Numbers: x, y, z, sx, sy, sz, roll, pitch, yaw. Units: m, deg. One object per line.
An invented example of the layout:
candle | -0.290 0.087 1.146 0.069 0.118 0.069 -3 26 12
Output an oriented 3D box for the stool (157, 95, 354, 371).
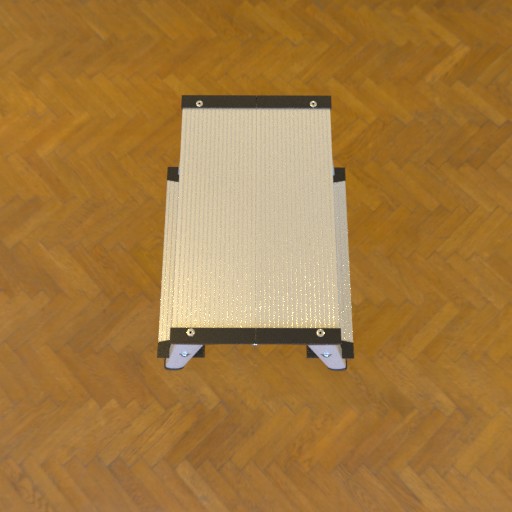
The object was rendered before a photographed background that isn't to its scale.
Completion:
stool | 0.000 0.000 0.794 0.405 0.480 0.404 0 76 0
